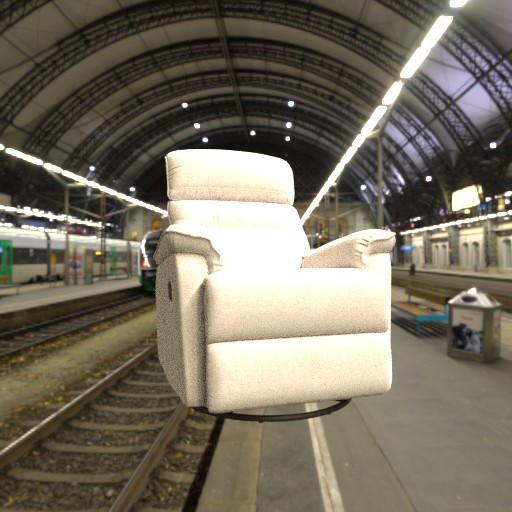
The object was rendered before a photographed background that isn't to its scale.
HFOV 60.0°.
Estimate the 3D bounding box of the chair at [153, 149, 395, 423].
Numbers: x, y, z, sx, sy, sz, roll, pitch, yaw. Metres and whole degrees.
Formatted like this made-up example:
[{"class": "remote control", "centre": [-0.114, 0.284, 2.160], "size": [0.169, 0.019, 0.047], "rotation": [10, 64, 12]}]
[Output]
[{"class": "chair", "centre": [0.000, 0.000, 1.796], "size": [0.820, 1.039, 1.001], "rotation": [0, 0, -19]}]
